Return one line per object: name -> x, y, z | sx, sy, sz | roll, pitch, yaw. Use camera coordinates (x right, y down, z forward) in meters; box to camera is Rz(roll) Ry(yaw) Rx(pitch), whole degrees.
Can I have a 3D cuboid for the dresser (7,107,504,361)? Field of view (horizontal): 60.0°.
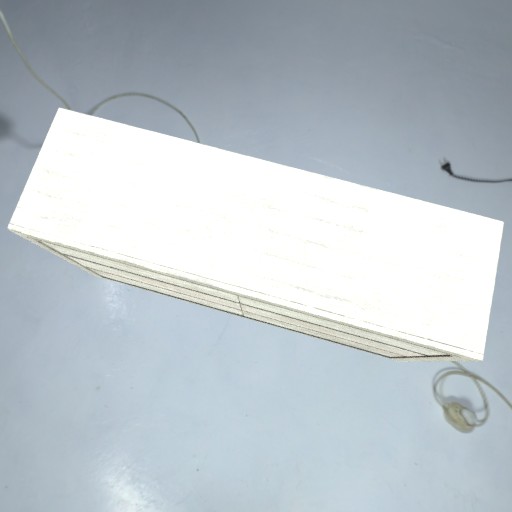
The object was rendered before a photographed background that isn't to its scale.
dresser -> 0.000, 0.000, 1.942 | 1.628, 0.889, 0.483 | 15, 77, 4
